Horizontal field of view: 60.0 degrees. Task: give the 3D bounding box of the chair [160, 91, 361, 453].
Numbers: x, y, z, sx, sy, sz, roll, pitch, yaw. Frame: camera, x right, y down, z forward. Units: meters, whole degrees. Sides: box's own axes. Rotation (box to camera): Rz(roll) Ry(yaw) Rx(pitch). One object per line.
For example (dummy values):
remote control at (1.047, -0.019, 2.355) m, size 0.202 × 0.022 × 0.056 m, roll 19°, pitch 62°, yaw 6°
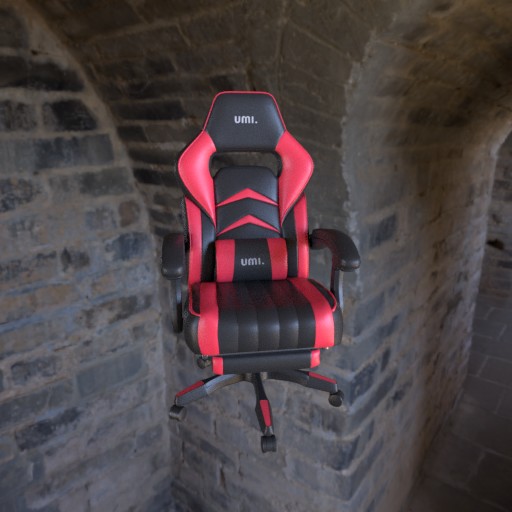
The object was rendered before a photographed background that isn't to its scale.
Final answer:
chair at (0.000, 0.000, 1.679) m, size 0.700 × 1.220 × 0.700 m, roll -2°, pitch 15°, yaw -8°
